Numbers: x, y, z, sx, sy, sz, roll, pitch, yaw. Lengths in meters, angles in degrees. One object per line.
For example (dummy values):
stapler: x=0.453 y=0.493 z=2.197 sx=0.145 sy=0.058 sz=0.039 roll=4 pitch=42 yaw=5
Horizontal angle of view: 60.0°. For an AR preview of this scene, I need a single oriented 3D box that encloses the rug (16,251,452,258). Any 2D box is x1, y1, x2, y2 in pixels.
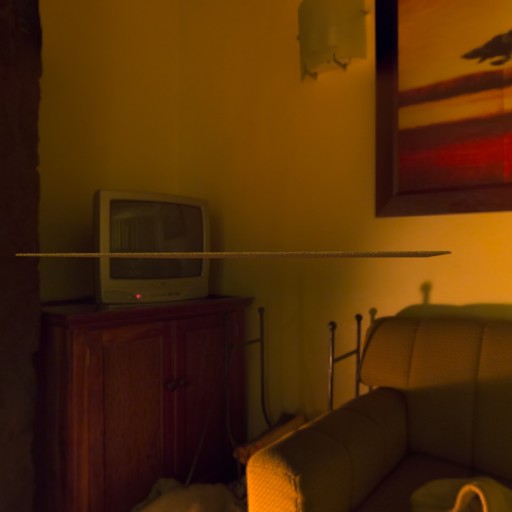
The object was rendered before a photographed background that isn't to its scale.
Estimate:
rug: x=0.000 y=0.000 z=4.046 sx=3.050 sy=0.016 sz=2.441 roll=0 pitch=-1 yaw=18
